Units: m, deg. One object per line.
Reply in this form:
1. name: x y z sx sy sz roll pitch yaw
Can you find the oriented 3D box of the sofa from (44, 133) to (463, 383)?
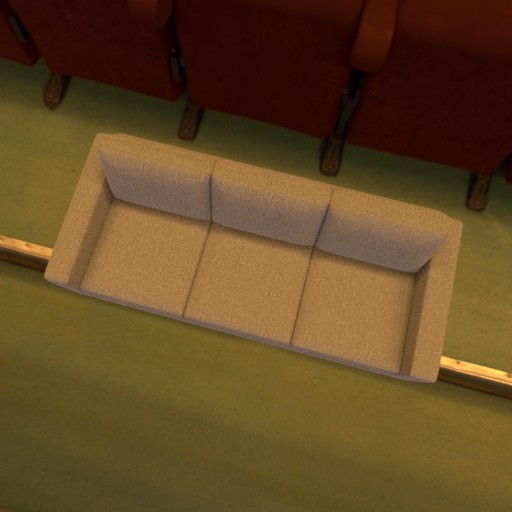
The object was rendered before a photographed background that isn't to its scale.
1. sofa: 0.000 0.000 2.532 2.120 0.800 0.900 14 77 3
